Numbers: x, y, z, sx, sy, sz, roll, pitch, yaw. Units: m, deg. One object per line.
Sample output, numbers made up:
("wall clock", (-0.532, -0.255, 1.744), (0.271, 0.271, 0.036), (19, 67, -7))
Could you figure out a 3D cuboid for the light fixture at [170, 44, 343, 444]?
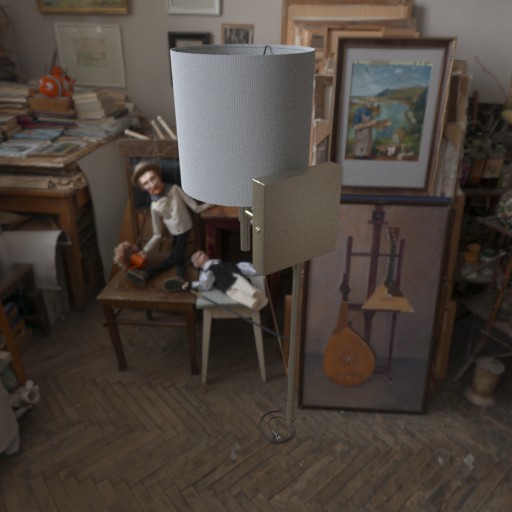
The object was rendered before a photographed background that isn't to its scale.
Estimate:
("light fixture", (0.000, 0.000, 0.698), (0.188, 0.589, 0.248), (-18, 34, -29))
